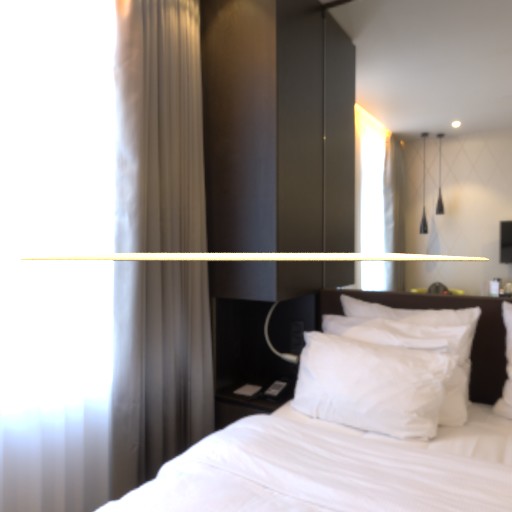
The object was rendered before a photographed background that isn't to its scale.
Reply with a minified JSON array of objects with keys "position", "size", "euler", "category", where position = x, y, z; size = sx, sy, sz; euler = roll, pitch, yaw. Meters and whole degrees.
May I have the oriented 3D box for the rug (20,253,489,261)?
[{"position":[0.000,0.000,2.874],"size":[2.202,0.014,1.598],"euler":[0,1,2],"category":"rug"}]
